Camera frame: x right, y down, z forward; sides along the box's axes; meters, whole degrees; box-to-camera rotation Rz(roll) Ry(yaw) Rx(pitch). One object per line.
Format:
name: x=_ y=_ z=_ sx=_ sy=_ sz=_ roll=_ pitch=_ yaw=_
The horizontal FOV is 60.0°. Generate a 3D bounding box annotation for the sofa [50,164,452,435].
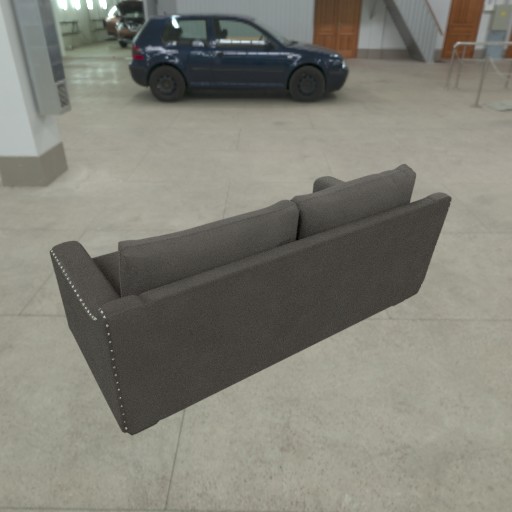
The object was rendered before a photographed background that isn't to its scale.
sofa: x=0.000 y=0.000 z=3.252 sx=2.550 sy=1.196 sz=1.336 roll=-19 pitch=35 yaw=-29
